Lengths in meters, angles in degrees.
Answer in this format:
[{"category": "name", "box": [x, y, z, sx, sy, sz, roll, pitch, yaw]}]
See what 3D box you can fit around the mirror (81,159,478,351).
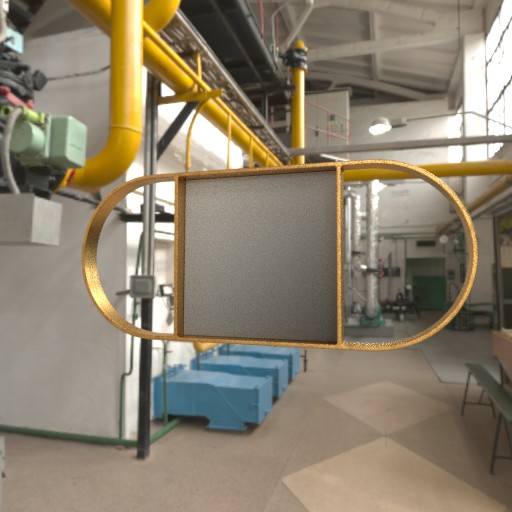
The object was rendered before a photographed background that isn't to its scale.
[{"category": "mirror", "box": [0.000, 0.000, 0.648, 0.584, 0.254, 0.032, -1, -2, 17]}]
